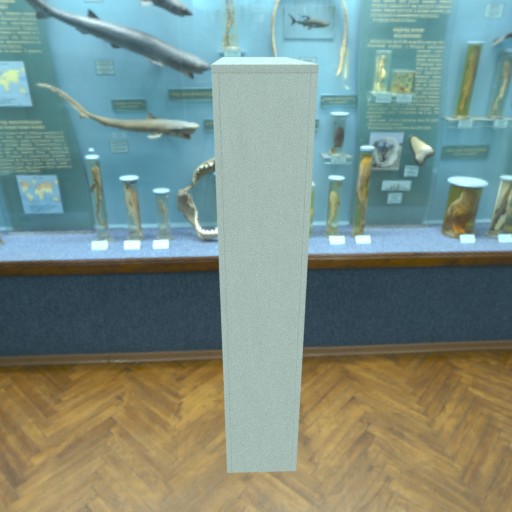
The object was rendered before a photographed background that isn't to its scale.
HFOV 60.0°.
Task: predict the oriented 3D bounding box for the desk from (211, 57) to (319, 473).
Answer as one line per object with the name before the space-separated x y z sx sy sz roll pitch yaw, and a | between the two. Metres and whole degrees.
desk | 0.000 0.000 1.581 0.250 1.280 0.750 -1 25 -2
